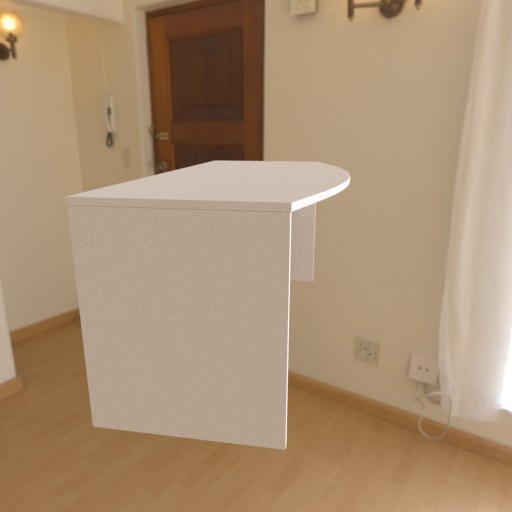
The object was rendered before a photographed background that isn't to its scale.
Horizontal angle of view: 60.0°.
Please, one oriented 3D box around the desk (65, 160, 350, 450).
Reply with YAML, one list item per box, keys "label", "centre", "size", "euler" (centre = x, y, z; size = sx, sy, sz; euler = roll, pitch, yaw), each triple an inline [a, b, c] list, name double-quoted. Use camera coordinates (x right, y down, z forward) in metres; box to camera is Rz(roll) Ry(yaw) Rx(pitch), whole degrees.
- label: "desk"
  centre: [0.000, 0.000, 2.033]
  size: [0.802, 0.750, 1.600]
  euler: [3, 16, 10]
